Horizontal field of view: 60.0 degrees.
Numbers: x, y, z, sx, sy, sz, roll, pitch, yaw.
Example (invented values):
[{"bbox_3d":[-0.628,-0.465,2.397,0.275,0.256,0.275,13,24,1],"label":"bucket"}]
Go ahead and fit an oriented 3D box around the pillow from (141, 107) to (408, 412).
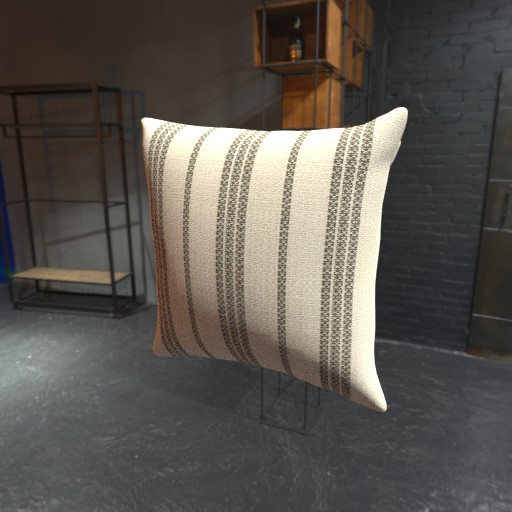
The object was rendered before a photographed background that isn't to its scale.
[{"bbox_3d":[0.000,0.000,0.659,0.405,0.406,0.173,7,15,25],"label":"pillow"}]
